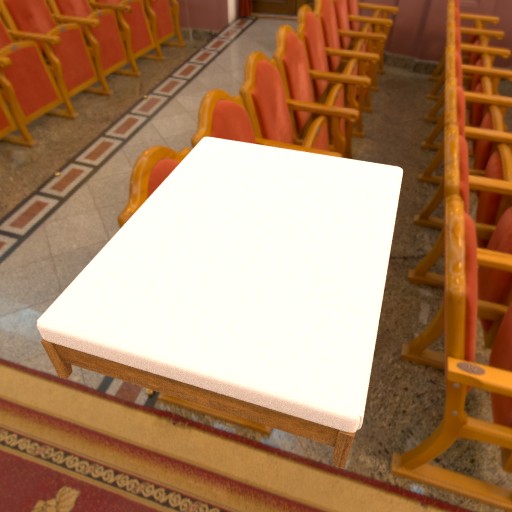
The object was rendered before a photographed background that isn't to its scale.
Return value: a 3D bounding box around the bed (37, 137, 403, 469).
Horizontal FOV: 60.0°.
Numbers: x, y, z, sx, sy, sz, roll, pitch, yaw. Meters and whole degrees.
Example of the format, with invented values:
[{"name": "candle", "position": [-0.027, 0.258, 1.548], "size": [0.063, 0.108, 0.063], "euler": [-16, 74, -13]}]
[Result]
[{"name": "bed", "position": [0.000, 0.000, 2.728], "size": [1.536, 0.431, 2.016], "euler": [12, 43, 14]}]
